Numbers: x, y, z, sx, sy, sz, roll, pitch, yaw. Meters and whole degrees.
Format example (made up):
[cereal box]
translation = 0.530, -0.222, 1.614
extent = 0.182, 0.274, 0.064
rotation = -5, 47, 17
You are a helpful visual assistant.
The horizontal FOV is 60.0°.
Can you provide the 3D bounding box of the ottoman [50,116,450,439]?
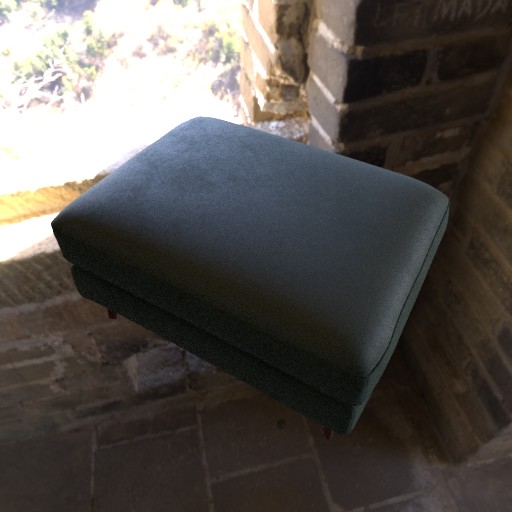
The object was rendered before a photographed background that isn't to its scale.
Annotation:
[ottoman]
translation = 0.000, 0.000, 1.166
extent = 0.811, 0.449, 0.608
rotation = 23, 50, 20
